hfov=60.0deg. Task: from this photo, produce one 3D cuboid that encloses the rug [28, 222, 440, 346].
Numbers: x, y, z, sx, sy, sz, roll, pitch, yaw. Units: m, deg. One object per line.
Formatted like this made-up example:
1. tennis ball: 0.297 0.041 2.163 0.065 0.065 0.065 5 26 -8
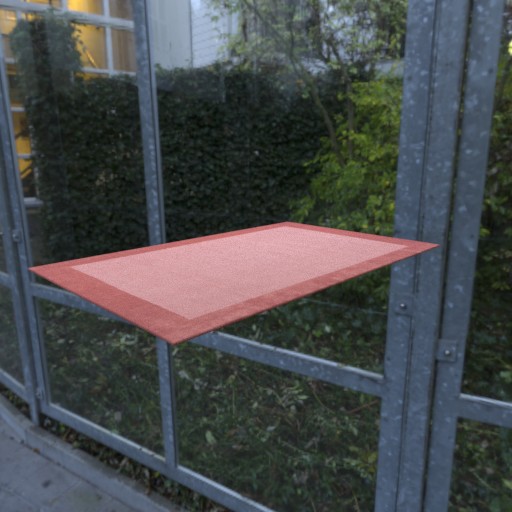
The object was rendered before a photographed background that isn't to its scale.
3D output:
1. rug: 0.000 0.000 3.033 1.524 0.014 2.438 13 19 43
